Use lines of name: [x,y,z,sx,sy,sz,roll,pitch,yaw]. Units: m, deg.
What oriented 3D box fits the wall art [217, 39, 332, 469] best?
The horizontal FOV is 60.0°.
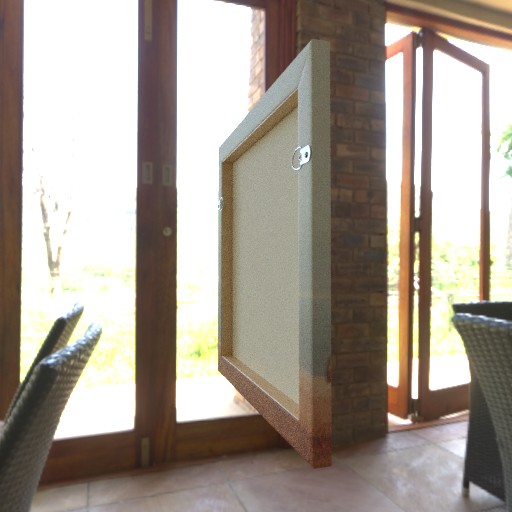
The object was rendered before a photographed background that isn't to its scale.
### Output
wall art: [0.000,0.000,0.612,0.023,0.405,0.405,0,-1,-18]
